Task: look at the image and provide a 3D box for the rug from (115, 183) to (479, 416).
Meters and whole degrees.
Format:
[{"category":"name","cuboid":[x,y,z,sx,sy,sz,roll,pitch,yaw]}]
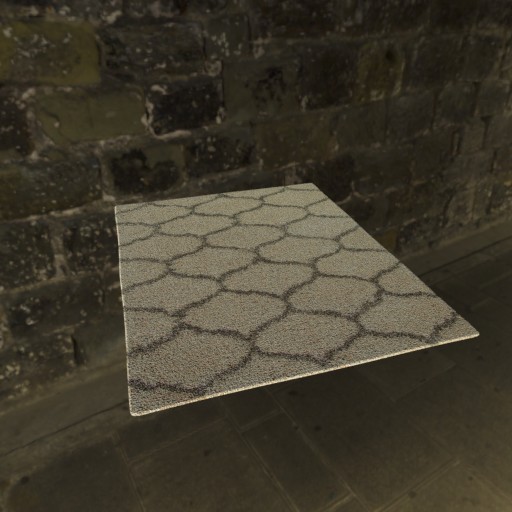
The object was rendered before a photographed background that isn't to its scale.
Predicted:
[{"category":"rug","cuboid":[0.000,0.000,4.042,2.399,0.026,3.000,-9,32,-15]}]
